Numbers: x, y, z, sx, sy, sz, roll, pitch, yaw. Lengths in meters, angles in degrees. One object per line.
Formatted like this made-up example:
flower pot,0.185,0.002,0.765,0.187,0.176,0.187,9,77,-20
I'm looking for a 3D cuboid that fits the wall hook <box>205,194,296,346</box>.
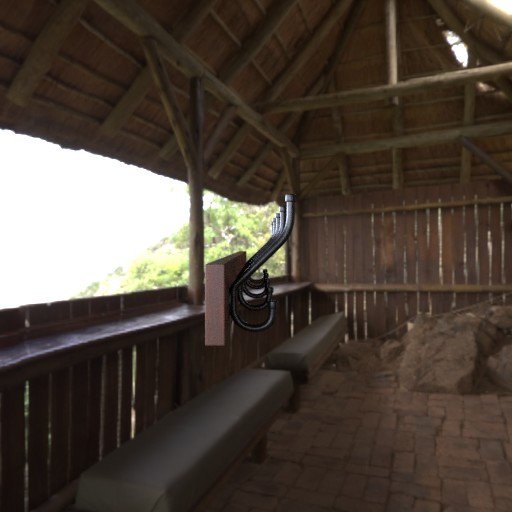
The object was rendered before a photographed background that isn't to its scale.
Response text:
wall hook,0.000,0.000,0.607,0.071,0.117,0.571,0,2,0
